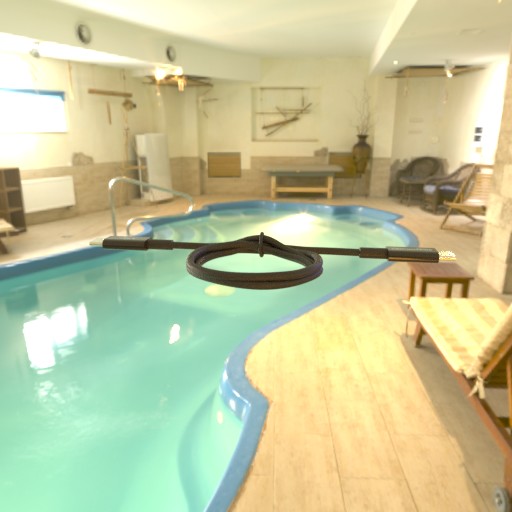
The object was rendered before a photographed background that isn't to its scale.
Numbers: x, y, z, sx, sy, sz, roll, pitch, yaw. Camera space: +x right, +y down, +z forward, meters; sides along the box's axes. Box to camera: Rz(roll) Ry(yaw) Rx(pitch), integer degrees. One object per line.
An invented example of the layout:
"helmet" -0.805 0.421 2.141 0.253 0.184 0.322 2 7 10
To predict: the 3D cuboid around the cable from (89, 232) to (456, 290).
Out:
"cable" 0.000 0.000 0.222 0.203 0.014 0.070 2 16 8
